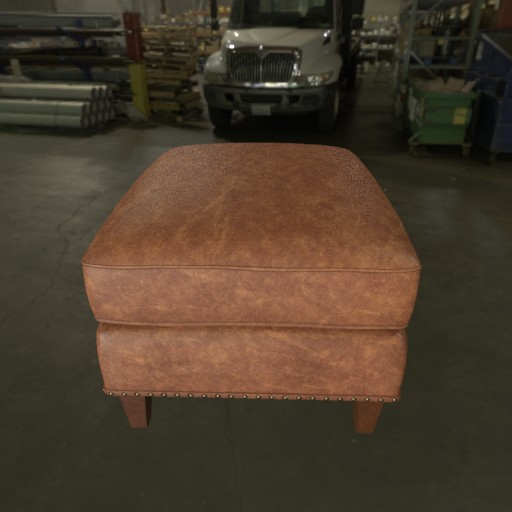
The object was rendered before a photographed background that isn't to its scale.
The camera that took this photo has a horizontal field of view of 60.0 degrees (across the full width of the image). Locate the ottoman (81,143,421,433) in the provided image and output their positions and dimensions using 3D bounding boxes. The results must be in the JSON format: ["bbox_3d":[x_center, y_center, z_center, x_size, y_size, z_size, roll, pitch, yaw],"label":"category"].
[{"bbox_3d":[0.000,0.000,1.124,0.586,0.486,0.742,1,27,2],"label":"ottoman"}]
